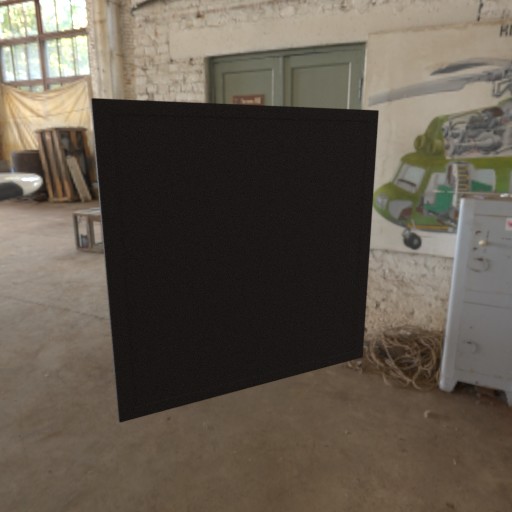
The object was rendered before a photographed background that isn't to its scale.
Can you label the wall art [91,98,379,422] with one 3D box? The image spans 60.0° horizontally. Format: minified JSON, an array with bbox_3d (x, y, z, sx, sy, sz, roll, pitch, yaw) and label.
[{"bbox_3d":[0.000,0.000,0.865,0.562,0.558,0.012,-7,16,-26],"label":"wall art"}]
